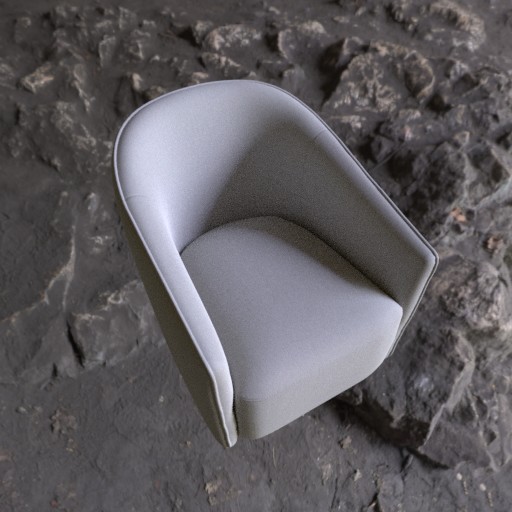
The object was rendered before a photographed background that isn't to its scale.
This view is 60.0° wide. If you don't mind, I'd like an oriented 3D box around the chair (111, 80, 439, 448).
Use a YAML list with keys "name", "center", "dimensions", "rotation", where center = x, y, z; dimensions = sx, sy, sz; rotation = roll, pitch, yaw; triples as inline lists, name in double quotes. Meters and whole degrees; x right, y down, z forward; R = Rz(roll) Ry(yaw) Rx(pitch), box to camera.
- name: "chair"
  center: [0.000, 0.000, 1.449]
  dimensions: [0.747, 0.799, 0.875]
  rotation: [-23, 51, -20]
